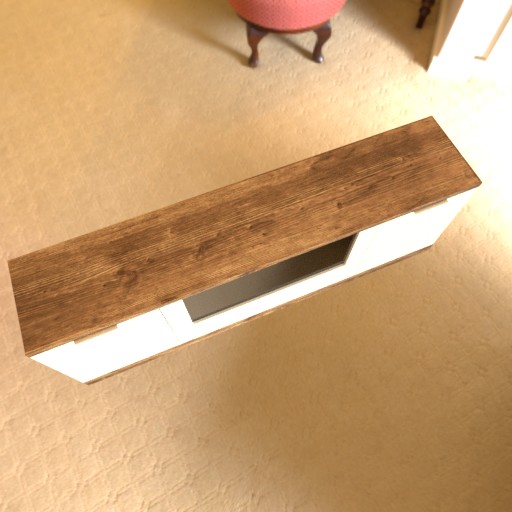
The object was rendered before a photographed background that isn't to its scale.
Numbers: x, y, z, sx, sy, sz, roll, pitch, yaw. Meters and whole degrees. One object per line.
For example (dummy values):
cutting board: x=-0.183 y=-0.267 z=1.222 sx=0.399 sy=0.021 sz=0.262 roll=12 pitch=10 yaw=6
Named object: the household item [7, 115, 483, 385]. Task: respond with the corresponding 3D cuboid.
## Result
household item: x=0.000 y=0.000 z=1.962 sx=1.800 sy=0.615 sz=0.390 roll=-21 pitch=67 yaw=-9
